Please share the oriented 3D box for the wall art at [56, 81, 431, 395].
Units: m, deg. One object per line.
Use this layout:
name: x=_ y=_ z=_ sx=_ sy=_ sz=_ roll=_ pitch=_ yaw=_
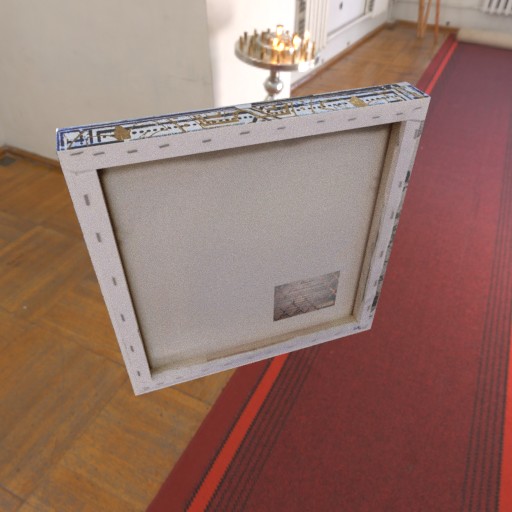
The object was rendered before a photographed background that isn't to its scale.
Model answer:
wall art: x=0.000 y=0.000 z=0.453 sx=0.302 sy=0.306 sz=0.038 roll=-13 pitch=42 yaw=-14
